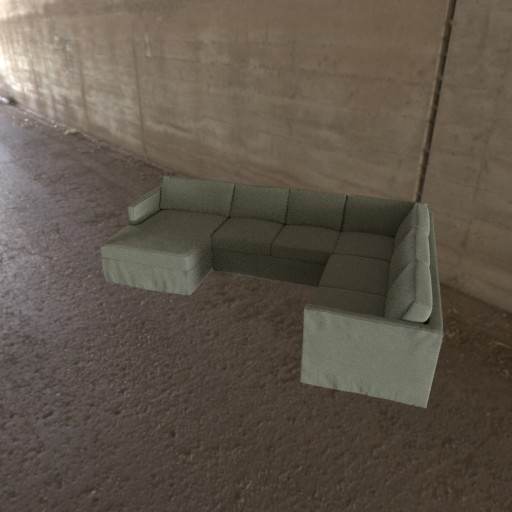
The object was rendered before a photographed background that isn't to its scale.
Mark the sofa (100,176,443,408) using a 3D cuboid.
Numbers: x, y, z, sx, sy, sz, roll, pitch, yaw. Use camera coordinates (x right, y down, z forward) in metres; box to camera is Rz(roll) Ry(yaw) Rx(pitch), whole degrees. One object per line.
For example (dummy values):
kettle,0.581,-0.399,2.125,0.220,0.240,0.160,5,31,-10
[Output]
sofa,0.000,0.000,4.578,3.434,0.869,2.440,8,28,16
